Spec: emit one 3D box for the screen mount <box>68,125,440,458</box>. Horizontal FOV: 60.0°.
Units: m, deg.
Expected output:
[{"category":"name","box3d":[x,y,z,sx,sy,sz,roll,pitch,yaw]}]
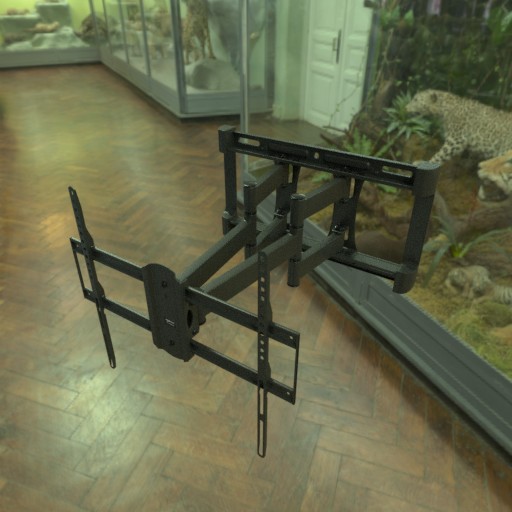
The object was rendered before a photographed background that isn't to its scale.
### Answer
[{"category":"screen mount","box3d":[0.000,0.000,0.961,0.571,0.424,0.556,19,36,28]}]
